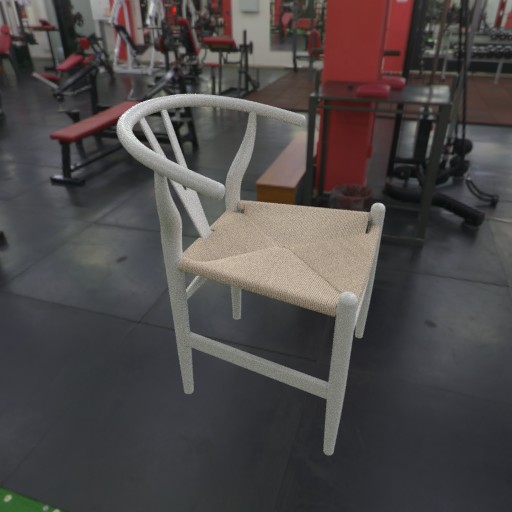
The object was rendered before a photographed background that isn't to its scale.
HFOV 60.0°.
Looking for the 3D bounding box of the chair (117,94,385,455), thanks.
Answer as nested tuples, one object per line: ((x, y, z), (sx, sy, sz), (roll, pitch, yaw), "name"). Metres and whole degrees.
((0.000, 0.000, 1.142), (0.579, 0.730, 0.569), (11, 32, 18), "chair")
